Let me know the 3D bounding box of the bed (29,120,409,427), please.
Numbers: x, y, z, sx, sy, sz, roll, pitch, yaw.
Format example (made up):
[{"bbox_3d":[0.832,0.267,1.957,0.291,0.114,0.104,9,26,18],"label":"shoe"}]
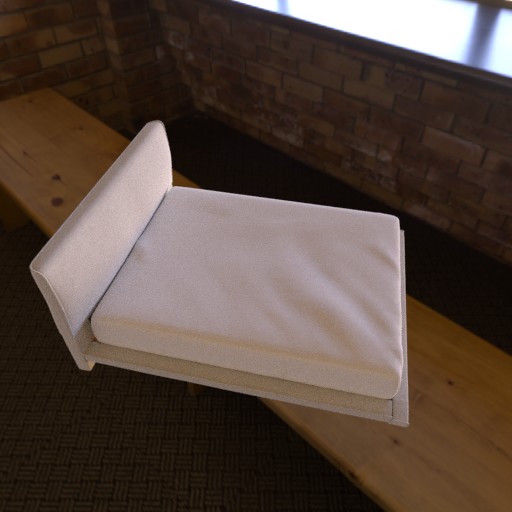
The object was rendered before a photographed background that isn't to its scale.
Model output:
[{"bbox_3d":[0.000,0.000,3.545,2.498,1.126,1.980,9,45,9],"label":"bed"}]
